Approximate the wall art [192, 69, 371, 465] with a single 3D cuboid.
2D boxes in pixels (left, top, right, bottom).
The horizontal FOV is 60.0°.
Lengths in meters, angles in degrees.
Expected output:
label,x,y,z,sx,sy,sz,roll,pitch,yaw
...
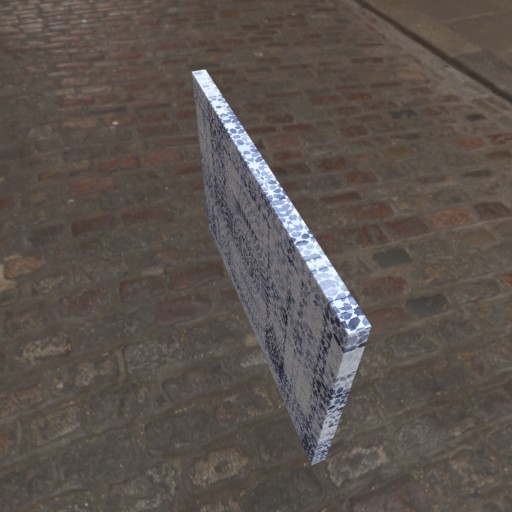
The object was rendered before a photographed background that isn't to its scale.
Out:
label,x,y,z,sx,sy,sz,roll,pitch,yaw
wall art,0.000,0.000,0.786,0.030,0.406,0.608,-15,50,-14
